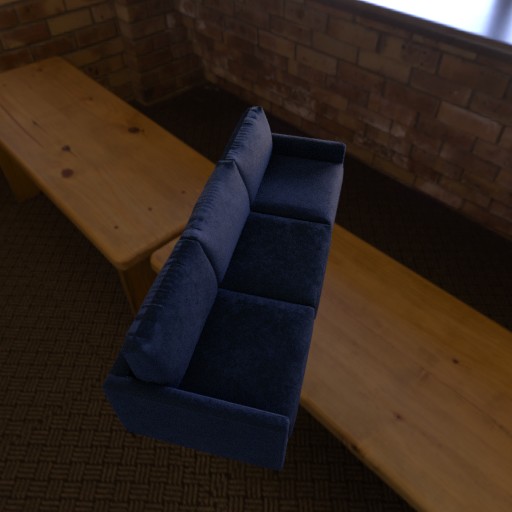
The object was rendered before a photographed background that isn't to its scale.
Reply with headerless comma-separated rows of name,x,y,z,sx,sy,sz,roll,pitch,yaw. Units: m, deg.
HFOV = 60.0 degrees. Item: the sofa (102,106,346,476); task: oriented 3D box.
sofa,0.000,0.000,2.762,0.875,0.879,2.252,11,48,10
